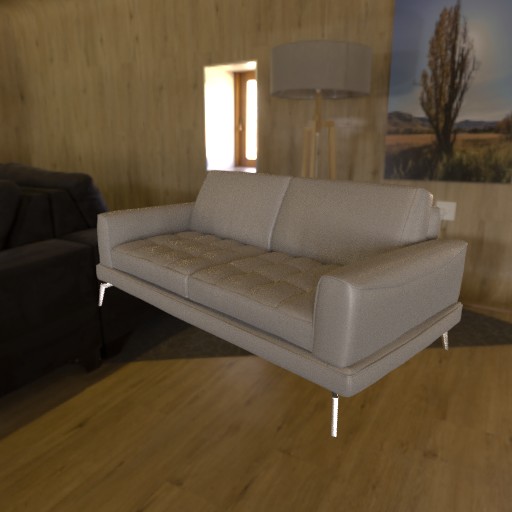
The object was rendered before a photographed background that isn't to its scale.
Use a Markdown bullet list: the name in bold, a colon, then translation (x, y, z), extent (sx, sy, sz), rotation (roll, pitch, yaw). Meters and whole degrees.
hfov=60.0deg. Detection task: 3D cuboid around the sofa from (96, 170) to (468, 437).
- **sofa**: translation (0.000, 0.000, 2.713), extent (1.121, 0.930, 2.177), rotation (-14, 21, -42)
